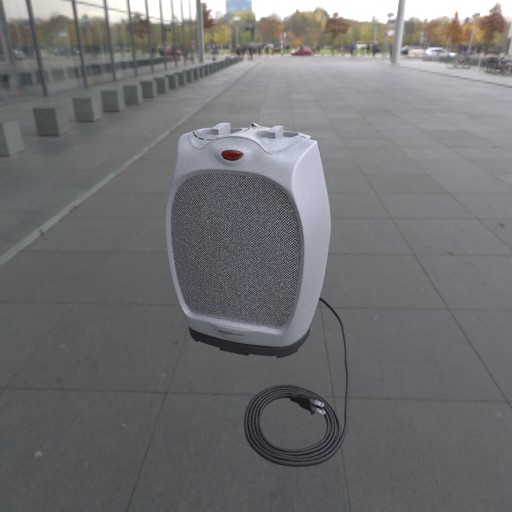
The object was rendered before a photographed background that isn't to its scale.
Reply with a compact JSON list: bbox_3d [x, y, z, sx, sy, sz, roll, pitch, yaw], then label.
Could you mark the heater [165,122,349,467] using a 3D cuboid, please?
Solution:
[{"bbox_3d":[0.000,0.000,0.475,0.239,0.255,0.291,8,26,16],"label":"heater"}]
